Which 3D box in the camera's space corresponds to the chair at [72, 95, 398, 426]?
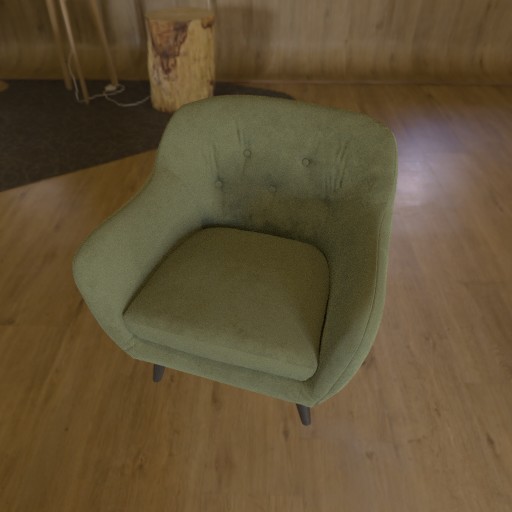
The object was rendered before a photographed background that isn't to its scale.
[{"bbox_3d":[0.000,0.000,1.503,0.840,0.804,0.819,12,42,13],"label":"chair"}]
